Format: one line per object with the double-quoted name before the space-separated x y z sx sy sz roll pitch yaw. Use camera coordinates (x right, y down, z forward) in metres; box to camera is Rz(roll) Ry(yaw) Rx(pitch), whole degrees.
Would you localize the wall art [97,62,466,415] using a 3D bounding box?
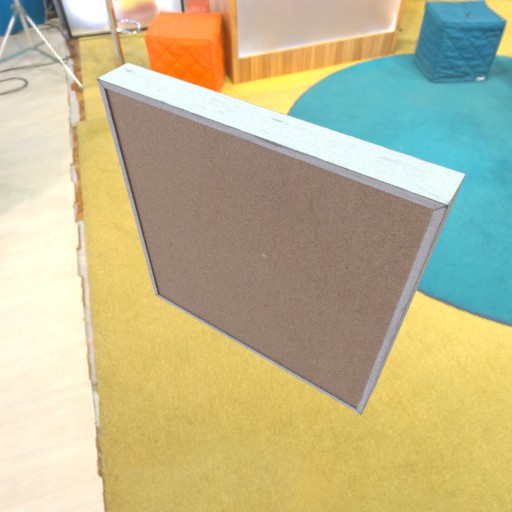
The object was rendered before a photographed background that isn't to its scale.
"wall art" 0.000 0.000 0.449 0.305 0.305 0.038 26 52 22
